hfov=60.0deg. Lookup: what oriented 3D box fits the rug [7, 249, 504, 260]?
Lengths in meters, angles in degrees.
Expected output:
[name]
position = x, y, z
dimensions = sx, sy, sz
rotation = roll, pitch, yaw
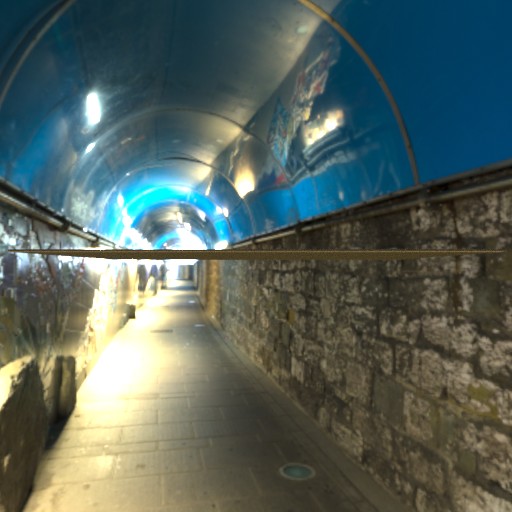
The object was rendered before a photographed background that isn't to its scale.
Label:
[rug]
position = 0.000, 0.000, 2.232
dimensions = 1.829, 0.010, 1.219
rotation = 0, -2, 0
